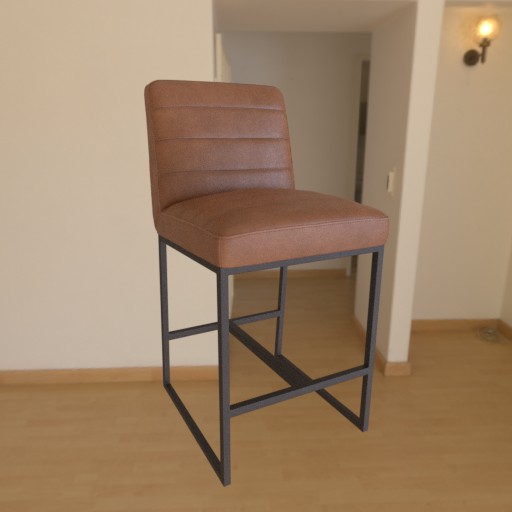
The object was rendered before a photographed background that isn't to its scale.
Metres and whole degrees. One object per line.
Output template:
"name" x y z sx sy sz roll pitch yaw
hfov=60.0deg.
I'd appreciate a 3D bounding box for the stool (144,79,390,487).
"stool" 0.000 0.000 1.224 0.458 0.940 0.556 -8 17 -27
